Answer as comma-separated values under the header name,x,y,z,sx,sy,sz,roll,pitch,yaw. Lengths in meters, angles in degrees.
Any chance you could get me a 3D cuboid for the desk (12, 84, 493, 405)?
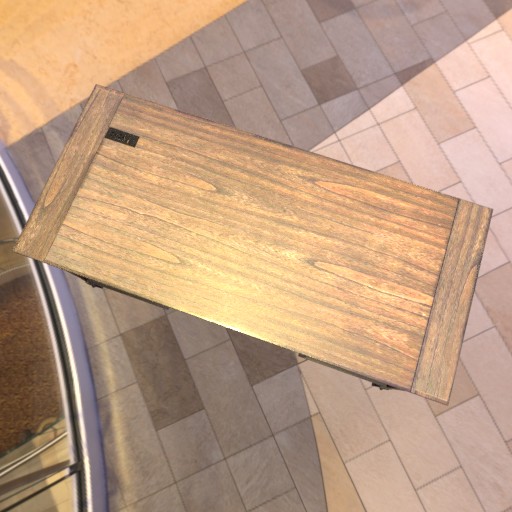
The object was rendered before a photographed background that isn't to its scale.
name,x,y,z,sx,sy,sz,roll,pitch,yaw
desk,0.000,0.000,1.933,1.590,0.751,0.711,19,76,5
